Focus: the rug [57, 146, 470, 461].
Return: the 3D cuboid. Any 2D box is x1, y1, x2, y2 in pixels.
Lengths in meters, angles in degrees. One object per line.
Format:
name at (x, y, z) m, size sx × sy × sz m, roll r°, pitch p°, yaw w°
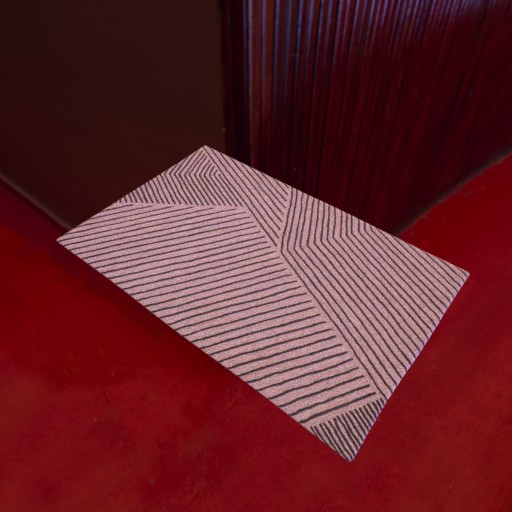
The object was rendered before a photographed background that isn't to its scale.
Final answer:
rug at (0.000, 0.000, 3.039) m, size 2.406 × 0.023 × 1.539 m, roll 30°, pitch 54°, yaw 25°
